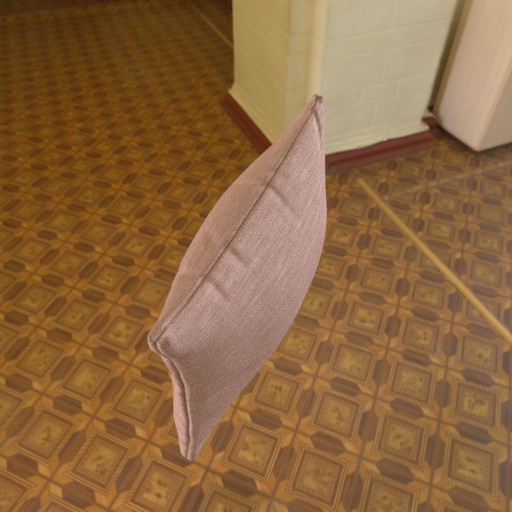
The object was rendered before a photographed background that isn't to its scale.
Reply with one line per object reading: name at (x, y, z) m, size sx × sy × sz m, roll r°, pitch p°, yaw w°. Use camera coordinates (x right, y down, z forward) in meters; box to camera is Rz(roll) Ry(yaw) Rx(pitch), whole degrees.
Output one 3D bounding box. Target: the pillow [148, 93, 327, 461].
pillow at (0.000, 0.000, 0.798) m, size 0.210 × 0.338 × 0.633 m, roll 16°, pitch 48°, yaw 15°
